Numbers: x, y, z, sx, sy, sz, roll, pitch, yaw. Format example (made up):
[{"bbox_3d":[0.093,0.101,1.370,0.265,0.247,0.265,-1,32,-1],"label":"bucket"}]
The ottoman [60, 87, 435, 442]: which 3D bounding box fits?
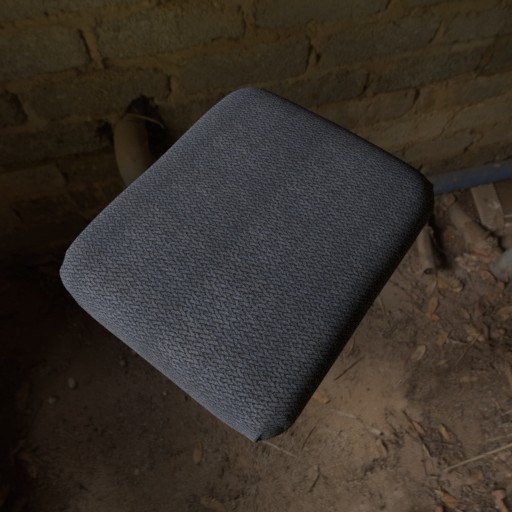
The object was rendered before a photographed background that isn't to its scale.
[{"bbox_3d":[0.000,0.000,1.148,0.622,0.450,0.747,33,67,16],"label":"ottoman"}]
